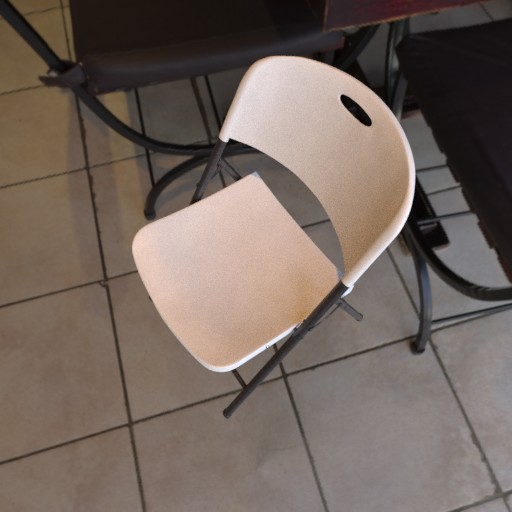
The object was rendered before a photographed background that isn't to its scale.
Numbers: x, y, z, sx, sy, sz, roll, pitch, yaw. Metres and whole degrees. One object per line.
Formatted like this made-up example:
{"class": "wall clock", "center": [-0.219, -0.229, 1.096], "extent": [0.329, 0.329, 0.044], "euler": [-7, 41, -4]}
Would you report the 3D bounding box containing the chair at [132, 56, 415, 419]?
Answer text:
{"class": "chair", "center": [0.000, 0.000, 1.150], "extent": [0.566, 0.810, 0.494], "euler": [-32, 68, -14]}
